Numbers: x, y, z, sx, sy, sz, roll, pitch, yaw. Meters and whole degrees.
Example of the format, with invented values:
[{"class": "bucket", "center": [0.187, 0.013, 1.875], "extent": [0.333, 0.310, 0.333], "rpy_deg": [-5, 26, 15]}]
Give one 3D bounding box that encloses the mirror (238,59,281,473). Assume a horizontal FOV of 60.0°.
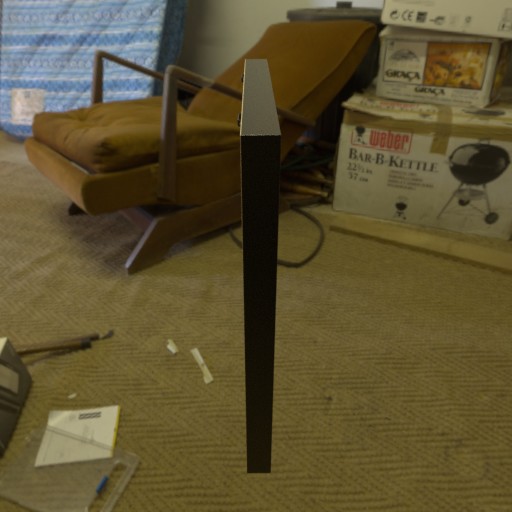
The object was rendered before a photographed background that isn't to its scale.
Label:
[{"class": "mirror", "center": [0.000, 0.000, 0.694], "extent": [0.041, 0.509, 0.406], "rpy_deg": [0, 33, 0]}]
